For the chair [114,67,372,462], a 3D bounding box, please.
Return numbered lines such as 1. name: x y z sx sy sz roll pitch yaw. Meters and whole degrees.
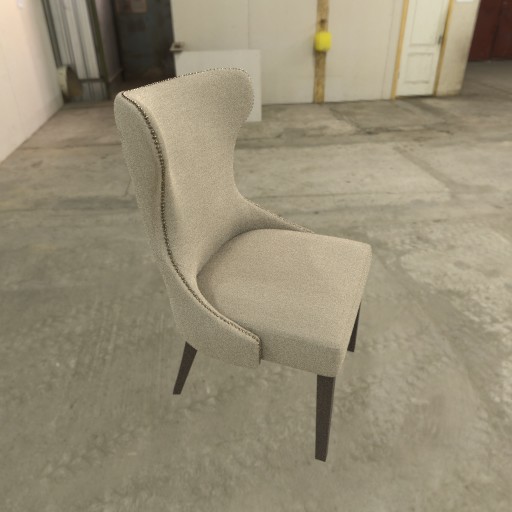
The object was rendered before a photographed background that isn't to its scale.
1. chair: 0.000 0.000 1.322 0.635 0.967 0.628 11 32 17
